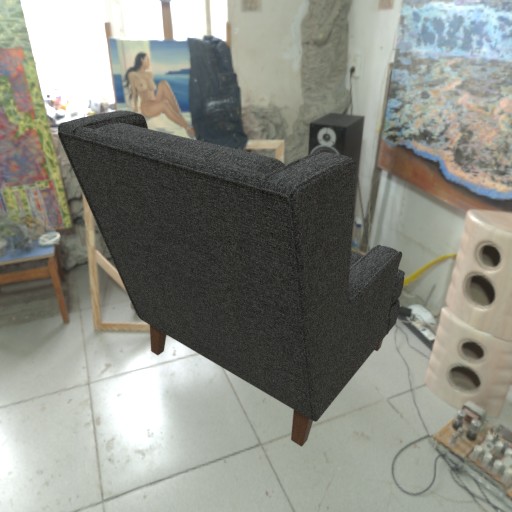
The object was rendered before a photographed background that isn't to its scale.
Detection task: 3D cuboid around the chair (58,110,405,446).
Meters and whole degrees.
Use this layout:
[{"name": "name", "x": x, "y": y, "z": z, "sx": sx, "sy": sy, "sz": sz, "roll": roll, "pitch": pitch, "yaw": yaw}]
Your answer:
[{"name": "chair", "x": 0.000, "y": 0.000, "z": 1.759, "sx": 0.942, "sy": 1.082, "sz": 0.927, "roll": 21, "pitch": 36, "yaw": 32}]
